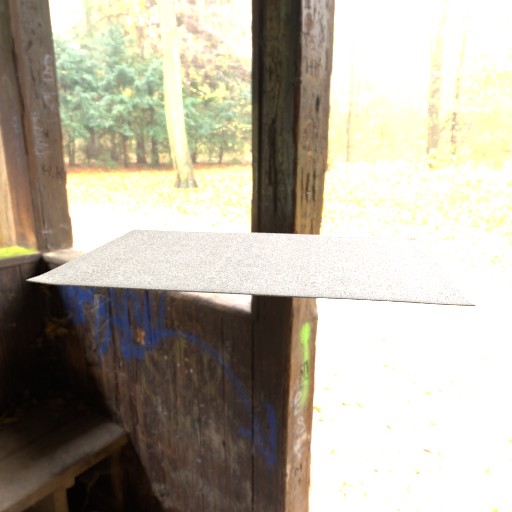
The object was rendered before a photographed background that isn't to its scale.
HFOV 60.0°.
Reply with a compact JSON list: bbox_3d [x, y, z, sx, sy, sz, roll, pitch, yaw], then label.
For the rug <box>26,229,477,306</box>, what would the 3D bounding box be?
[{"bbox_3d":[0.000,0.000,2.457,1.947,0.023,1.214,2,15,8],"label":"rug"}]
